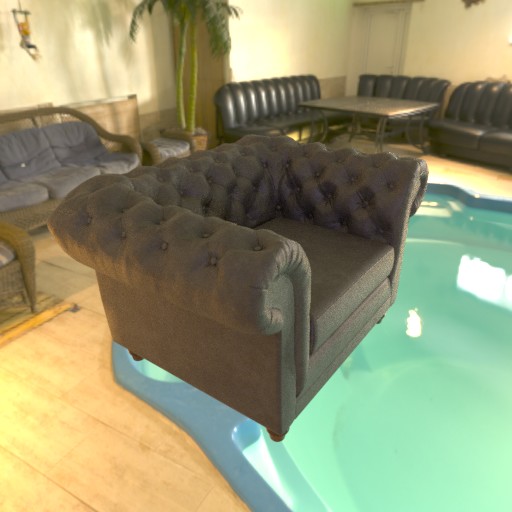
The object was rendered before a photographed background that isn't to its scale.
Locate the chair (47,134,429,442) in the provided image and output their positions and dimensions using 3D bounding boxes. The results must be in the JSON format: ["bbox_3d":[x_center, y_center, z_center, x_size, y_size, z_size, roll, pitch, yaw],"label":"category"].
[{"bbox_3d":[0.000,0.000,1.827,0.943,0.780,1.298,18,31,32],"label":"chair"}]
